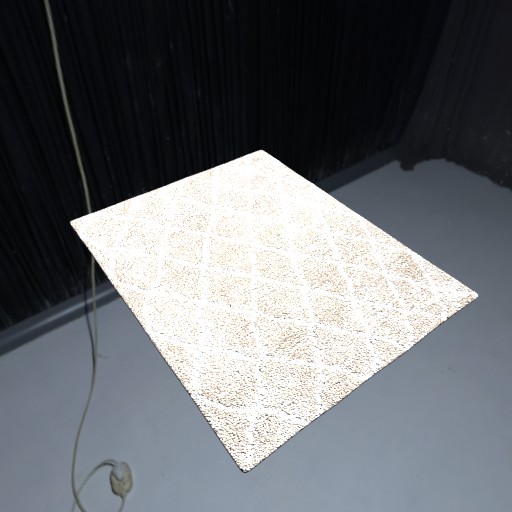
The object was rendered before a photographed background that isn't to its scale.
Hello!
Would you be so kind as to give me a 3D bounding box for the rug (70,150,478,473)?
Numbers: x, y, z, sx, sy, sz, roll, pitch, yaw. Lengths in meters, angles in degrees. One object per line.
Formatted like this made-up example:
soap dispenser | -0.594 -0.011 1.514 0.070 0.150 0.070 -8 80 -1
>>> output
rug | 0.000 0.000 4.105 2.438 0.029 3.047 -27 49 -26
